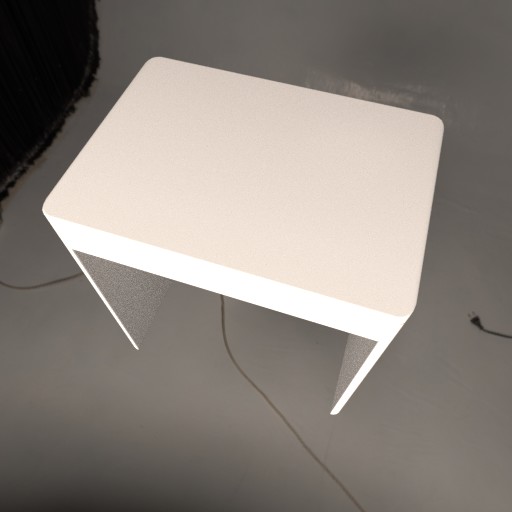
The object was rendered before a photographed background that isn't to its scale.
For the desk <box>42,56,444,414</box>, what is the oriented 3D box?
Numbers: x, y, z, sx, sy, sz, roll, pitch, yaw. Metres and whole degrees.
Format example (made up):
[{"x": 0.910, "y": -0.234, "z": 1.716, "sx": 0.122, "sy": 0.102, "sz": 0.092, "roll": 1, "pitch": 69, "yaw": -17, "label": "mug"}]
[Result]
[{"x": 0.000, "y": 0.000, "z": 1.314, "sx": 0.762, "sy": 0.800, "sz": 0.549, "roll": 16, "pitch": 60, "yaw": 9, "label": "desk"}]
